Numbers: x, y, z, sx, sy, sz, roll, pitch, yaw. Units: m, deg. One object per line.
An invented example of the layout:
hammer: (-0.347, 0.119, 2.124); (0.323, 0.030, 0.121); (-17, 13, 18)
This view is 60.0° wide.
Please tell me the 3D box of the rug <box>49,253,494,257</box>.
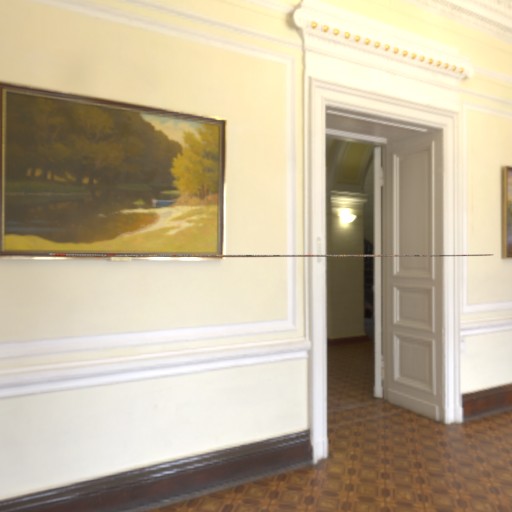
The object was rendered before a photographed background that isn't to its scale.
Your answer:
rug: (0.000, 0.000, 3.943); (3.029, 0.022, 2.263); (0, 0, -16)
